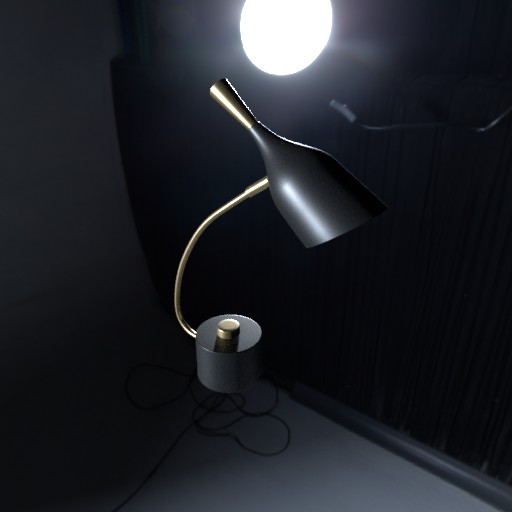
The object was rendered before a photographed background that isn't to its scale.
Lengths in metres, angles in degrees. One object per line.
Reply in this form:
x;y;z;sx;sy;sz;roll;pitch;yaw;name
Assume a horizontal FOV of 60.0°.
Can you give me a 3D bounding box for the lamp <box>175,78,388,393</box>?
0.000;0.000;0.628;0.352;0.464;0.110;18;31;32;lamp
